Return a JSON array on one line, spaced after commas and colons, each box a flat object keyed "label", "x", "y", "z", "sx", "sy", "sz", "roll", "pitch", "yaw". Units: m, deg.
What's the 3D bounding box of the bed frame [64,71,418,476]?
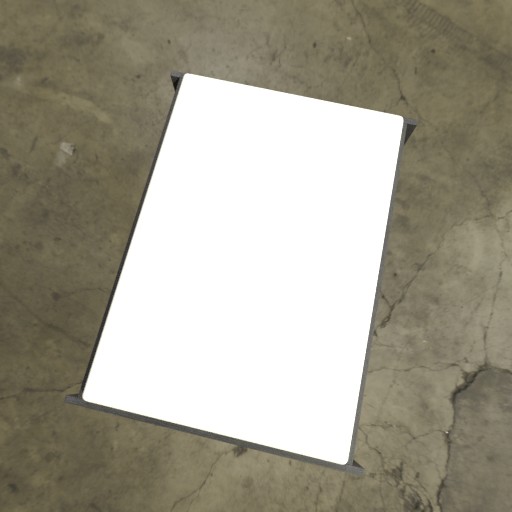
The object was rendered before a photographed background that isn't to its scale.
[{"label": "bed frame", "x": 0.000, "y": 0.000, "z": 2.521, "sx": 1.490, "sy": 0.432, "sz": 1.950, "roll": 13, "pitch": 75, "yaw": 3}]
